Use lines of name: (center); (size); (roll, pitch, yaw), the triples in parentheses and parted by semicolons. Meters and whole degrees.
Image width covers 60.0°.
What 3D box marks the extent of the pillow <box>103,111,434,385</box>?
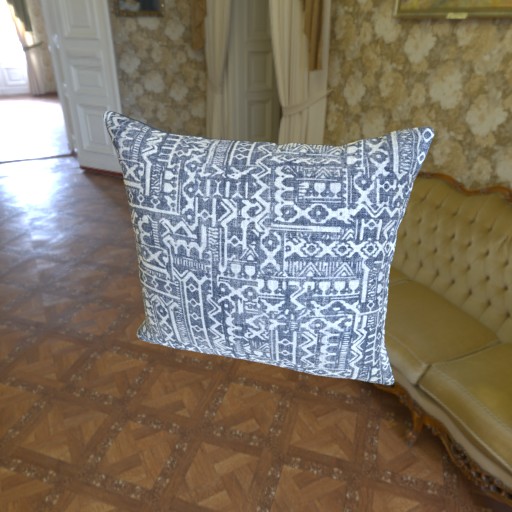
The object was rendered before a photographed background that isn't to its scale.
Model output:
pillow: (0.000, 0.000, 0.803); (0.546, 0.487, 0.180); (8, 28, 14)
